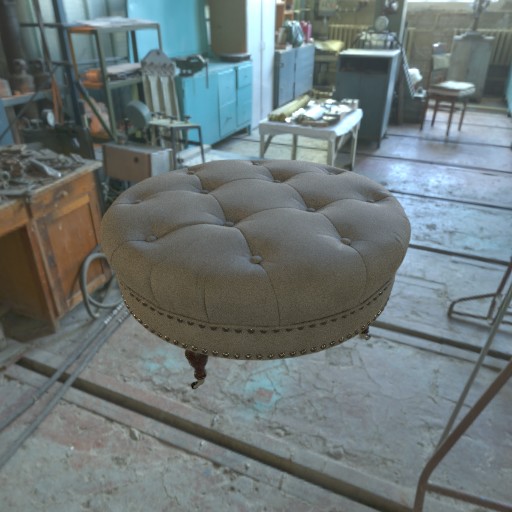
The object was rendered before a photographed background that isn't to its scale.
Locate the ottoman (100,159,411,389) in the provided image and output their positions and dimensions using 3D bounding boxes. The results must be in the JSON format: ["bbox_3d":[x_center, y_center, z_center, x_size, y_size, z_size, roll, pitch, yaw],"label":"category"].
[{"bbox_3d":[0.000,0.000,1.412,0.901,0.439,0.901,0,30,0],"label":"ottoman"}]
